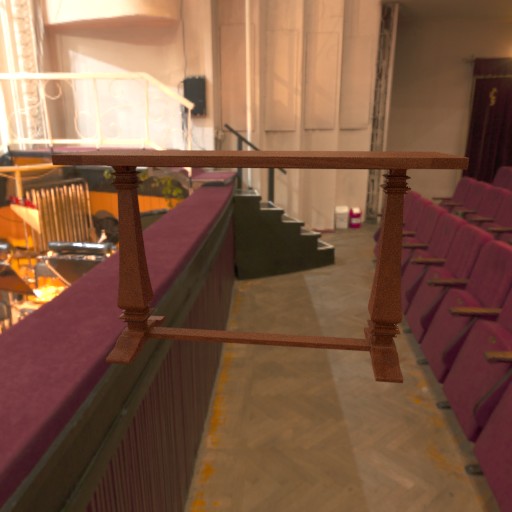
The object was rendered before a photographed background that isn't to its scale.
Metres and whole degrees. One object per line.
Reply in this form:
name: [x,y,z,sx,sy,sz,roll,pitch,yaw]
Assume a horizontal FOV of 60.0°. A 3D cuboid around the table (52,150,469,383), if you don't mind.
table: [0.000,0.000,1.883,1.478,0.852,0.461,2,16,7]
